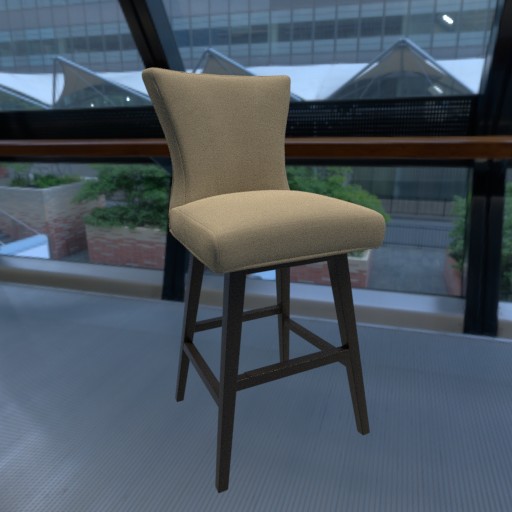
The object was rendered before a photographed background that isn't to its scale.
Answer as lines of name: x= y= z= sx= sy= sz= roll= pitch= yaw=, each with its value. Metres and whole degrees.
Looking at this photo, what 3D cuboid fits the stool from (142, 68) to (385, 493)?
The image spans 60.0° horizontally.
stool: x=0.000 y=0.000 z=1.355 sx=0.514 sy=1.086 sz=0.574 roll=-9 pitch=19 yaw=-26
